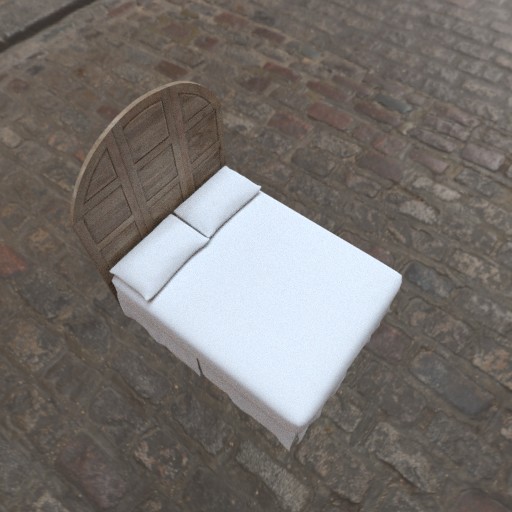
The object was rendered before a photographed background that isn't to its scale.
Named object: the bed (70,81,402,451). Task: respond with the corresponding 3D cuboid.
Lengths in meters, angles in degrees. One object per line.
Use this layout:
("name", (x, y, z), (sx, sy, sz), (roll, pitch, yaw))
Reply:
("bed", (0.000, 0.000, 3.525), (2.112, 2.002, 1.713), (33, 63, 19))
